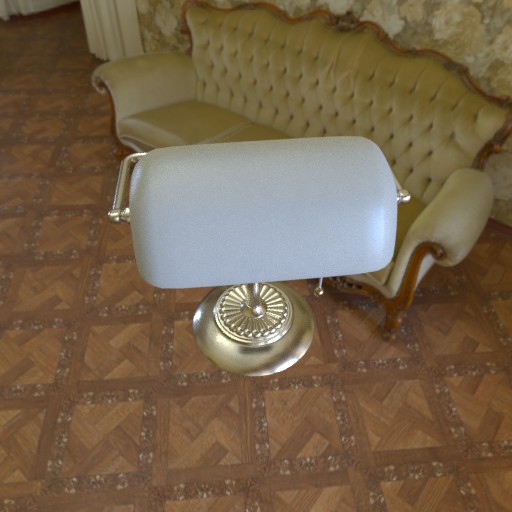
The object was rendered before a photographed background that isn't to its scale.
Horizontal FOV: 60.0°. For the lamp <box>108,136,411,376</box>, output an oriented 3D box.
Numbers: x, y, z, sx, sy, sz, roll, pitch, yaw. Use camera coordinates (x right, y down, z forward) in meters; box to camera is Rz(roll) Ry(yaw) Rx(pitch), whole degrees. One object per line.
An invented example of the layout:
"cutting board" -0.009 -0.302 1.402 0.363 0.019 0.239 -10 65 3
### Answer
"lamp" 0.000 0.000 0.510 0.264 0.339 0.243 -4 45 -4
